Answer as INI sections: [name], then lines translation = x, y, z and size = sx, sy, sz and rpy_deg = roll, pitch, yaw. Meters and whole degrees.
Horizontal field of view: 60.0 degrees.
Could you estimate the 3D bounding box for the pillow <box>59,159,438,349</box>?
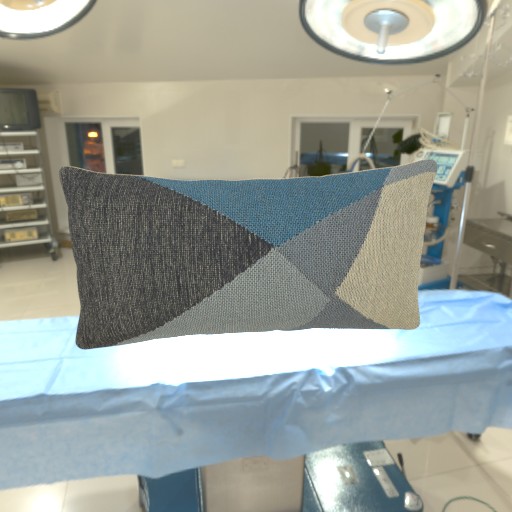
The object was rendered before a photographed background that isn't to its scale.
[pillow]
translation = 0.000, 0.000, 0.733
size = 0.604, 0.307, 0.148
rpy_deg = -2, 18, -7
